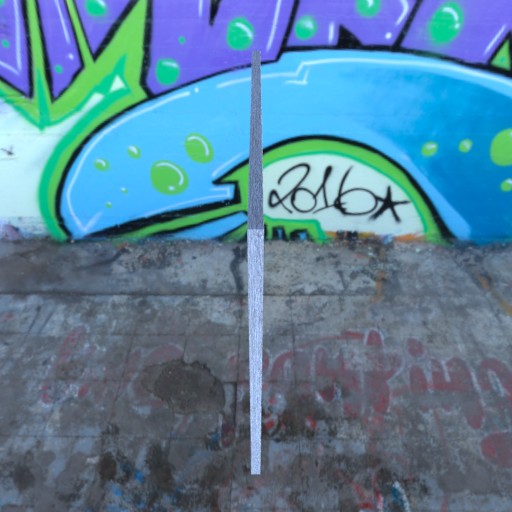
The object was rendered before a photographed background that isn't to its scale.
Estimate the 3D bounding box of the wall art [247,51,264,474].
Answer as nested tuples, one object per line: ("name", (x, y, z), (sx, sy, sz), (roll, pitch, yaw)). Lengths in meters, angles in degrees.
("wall art", (0.000, 0.000, 1.012), (0.020, 0.685, 0.685), (0, 41, 0))
